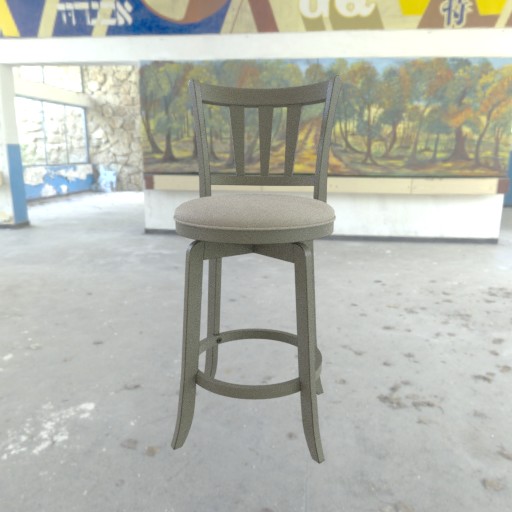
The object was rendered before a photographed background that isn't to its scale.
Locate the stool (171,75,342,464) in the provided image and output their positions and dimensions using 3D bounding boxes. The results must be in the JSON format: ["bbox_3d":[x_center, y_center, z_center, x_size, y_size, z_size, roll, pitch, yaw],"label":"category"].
[{"bbox_3d":[0.000,0.000,1.257,0.450,0.994,0.486,2,14,8],"label":"stool"}]
